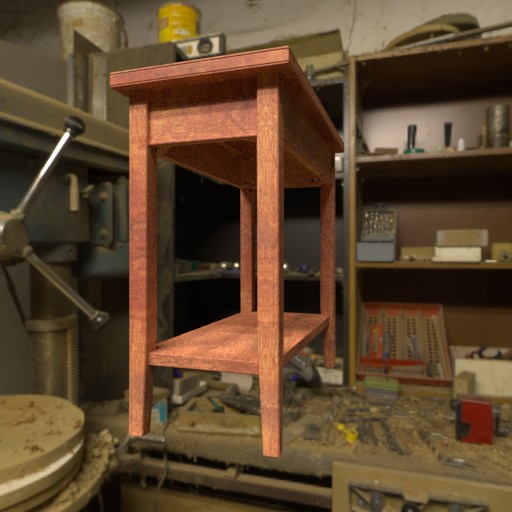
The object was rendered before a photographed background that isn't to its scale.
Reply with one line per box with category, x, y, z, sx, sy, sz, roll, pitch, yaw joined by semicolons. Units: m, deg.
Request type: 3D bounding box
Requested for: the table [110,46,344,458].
table;0.000;0.000;0.974;0.305;0.610;0.610;0;1;19
